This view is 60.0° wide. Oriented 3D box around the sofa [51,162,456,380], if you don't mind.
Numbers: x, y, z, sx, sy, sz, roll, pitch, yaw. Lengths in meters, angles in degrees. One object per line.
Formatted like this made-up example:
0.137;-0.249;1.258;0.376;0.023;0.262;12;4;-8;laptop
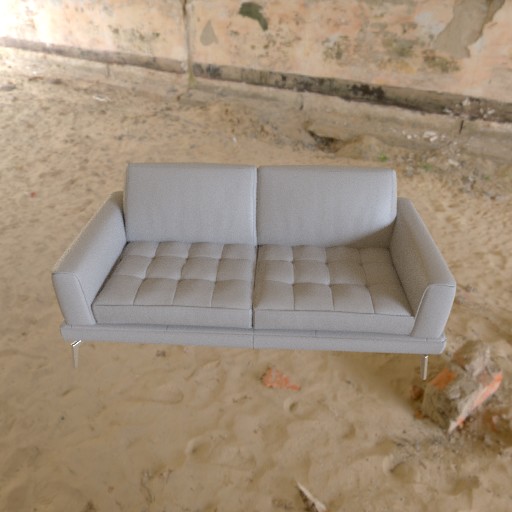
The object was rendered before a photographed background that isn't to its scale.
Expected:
0.000;0.000;2.779;2.177;0.930;1.121;2;32;3;sofa
